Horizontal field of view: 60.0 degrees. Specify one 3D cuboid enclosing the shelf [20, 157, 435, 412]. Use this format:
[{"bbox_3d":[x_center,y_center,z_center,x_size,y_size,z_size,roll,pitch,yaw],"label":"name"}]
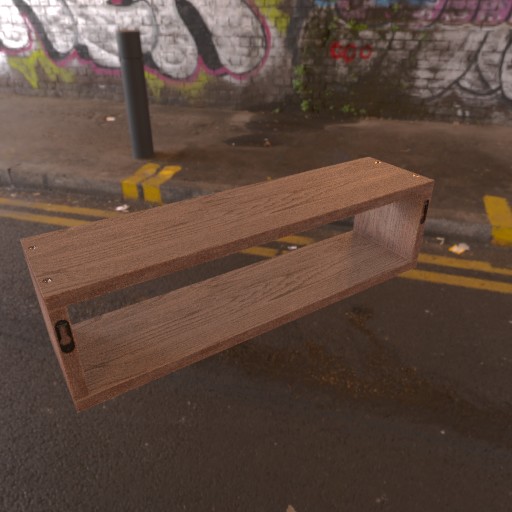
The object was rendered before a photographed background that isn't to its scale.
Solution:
[{"bbox_3d":[0.000,0.000,0.688,0.610,0.170,0.150,-18,35,-28],"label":"shelf"}]
